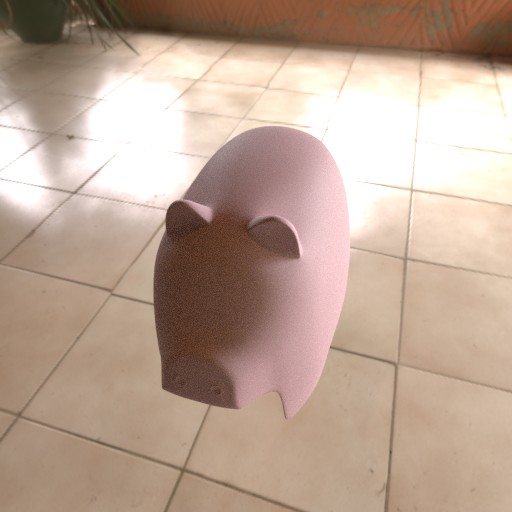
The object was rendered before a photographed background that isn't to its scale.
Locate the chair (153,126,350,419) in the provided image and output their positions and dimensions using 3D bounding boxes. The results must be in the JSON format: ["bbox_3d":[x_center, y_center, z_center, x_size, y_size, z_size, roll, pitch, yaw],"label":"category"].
[{"bbox_3d":[0.000,0.000,0.871,0.364,0.423,0.619,11,43,12],"label":"chair"}]
